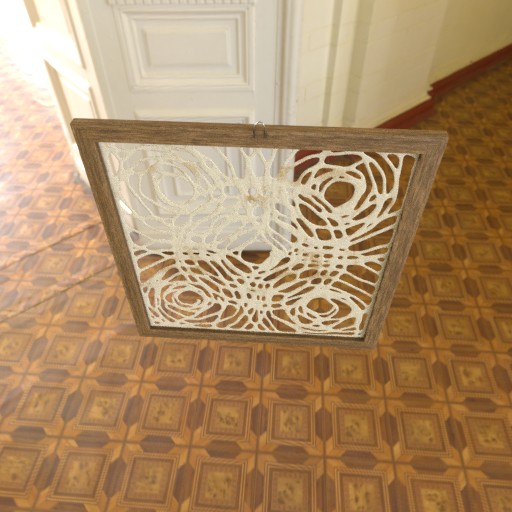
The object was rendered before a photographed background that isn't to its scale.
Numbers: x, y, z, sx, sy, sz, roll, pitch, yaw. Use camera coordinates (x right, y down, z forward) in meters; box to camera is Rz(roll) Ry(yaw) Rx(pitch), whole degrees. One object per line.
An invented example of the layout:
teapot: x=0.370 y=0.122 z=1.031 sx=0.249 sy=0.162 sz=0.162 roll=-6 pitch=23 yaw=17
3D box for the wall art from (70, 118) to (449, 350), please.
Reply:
wall art: x=0.000 y=0.000 z=0.853 sx=0.561 sy=0.576 sz=0.021 roll=3 pitch=46 yaw=3
